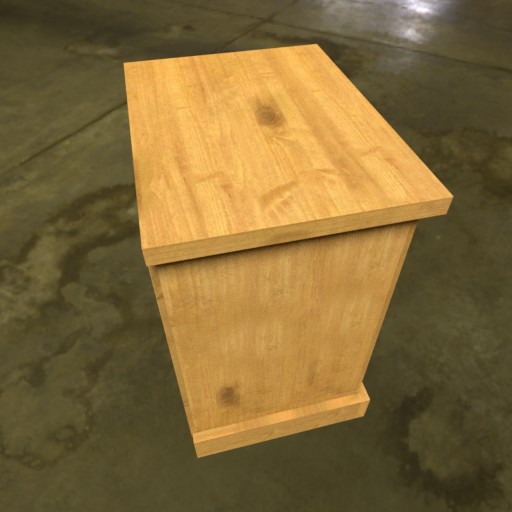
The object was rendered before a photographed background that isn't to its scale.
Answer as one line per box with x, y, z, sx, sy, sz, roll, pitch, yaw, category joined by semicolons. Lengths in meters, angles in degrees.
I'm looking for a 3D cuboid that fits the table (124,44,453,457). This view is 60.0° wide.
0.000;0.000;1.188;0.500;0.813;0.660;-10;47;-10;table
